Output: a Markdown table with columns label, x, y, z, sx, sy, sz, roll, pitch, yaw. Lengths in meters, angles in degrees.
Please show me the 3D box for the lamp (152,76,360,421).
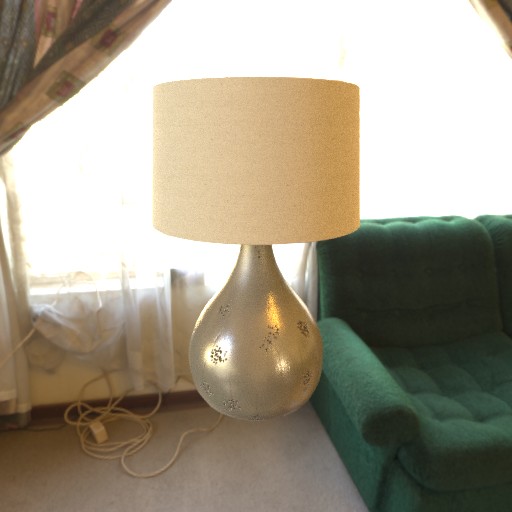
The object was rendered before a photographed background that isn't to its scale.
| label | x | y | z | sx | sy | sz | roll | pitch | yaw |
| --- | --- | --- | --- | --- | --- | --- | --- | --- | --- |
| lamp | 0.000 | 0.000 | 0.737 | 0.330 | 0.521 | 0.330 | 0 | 15 | 0 |
